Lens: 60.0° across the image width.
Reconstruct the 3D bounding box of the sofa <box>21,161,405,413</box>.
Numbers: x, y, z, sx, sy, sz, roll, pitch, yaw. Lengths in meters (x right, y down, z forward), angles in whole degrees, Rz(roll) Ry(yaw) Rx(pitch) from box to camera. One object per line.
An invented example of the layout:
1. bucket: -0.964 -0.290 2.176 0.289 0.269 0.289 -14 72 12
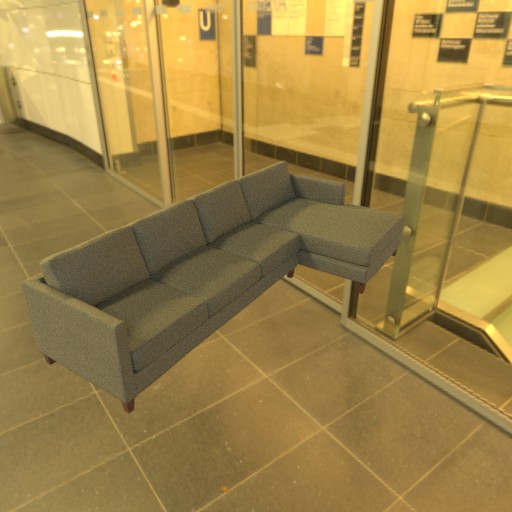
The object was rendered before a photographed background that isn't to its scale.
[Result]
1. sofa: 0.000 0.000 3.790 1.625 0.861 3.186 17 31 30
